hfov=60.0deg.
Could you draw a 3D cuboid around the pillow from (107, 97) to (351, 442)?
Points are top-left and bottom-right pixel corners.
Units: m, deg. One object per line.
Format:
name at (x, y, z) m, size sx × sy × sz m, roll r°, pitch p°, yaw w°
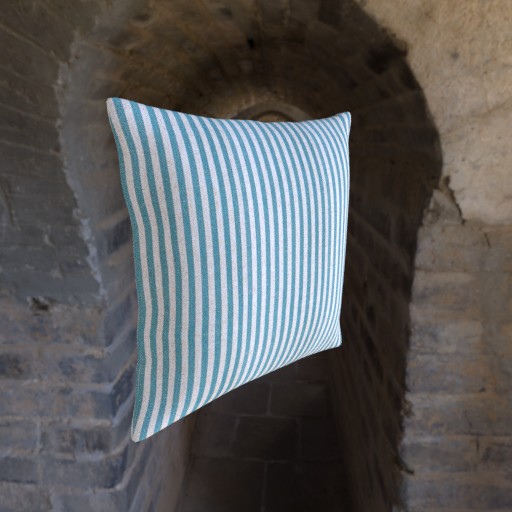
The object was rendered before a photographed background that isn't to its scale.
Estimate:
pillow at (0.000, 0.000, 0.793) m, size 0.523 × 0.510 × 0.166 m, roll -13°, pitch 20°, yaw -41°
